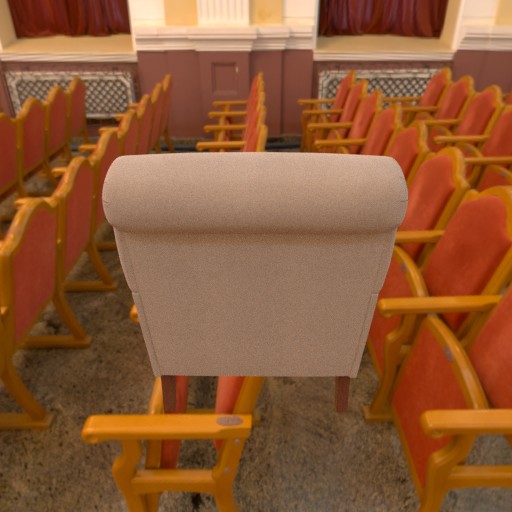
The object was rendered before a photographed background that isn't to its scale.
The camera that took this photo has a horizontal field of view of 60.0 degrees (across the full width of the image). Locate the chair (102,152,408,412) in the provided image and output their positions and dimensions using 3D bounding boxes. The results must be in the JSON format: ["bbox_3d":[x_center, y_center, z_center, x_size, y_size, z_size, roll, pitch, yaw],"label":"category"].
[{"bbox_3d":[0.000,0.000,1.592,0.766,0.942,0.842,0,30,0],"label":"chair"}]
